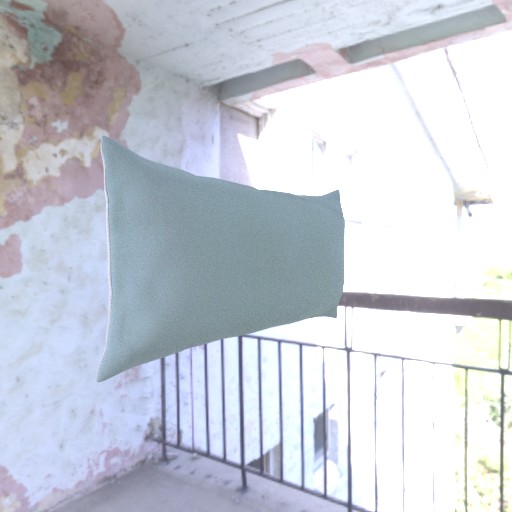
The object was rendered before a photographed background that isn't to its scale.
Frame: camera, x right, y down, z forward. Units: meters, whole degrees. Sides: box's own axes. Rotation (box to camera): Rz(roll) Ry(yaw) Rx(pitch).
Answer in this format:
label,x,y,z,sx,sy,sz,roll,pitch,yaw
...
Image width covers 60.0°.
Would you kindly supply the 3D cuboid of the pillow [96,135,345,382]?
label,x,y,z,sx,sy,sz,roll,pitch,yaw
pillow,0.000,0.000,0.745,0.151,0.287,0.610,1,1,36
